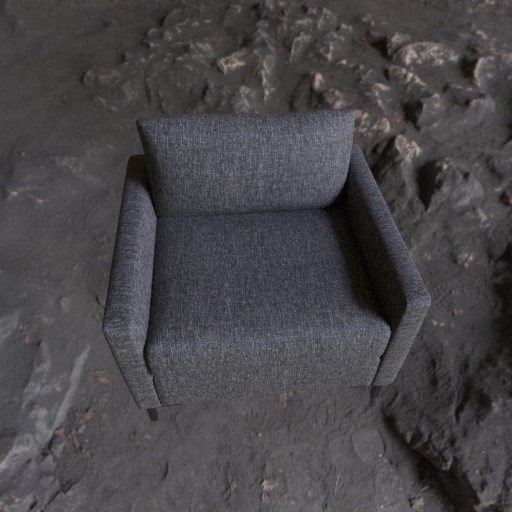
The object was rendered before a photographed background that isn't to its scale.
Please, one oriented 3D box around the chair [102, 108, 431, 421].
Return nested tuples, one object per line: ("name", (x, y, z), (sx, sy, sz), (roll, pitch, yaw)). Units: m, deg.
("chair", (0.000, 0.000, 1.650), (0.963, 0.861, 0.866), (-4, 47, -4))
